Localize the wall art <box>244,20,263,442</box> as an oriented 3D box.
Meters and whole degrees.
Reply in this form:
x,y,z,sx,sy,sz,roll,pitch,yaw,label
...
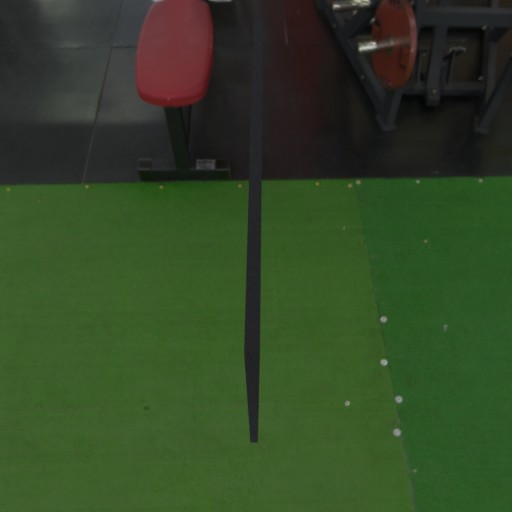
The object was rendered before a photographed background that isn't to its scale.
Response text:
x,y,z,sx,sy,sz,roll,pitch,yaw,label
0.000,0.000,0.666,0.013,0.458,0.456,1,59,0,wall art
